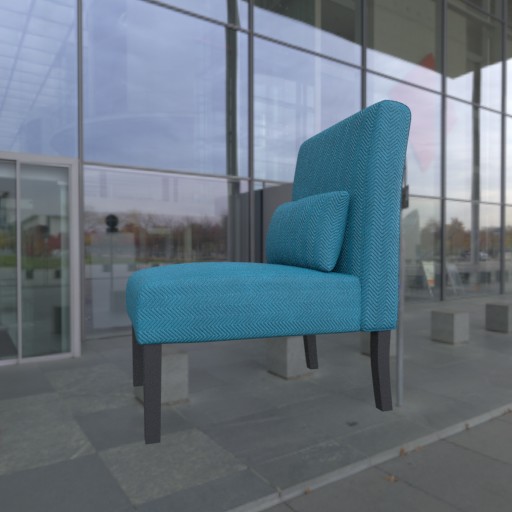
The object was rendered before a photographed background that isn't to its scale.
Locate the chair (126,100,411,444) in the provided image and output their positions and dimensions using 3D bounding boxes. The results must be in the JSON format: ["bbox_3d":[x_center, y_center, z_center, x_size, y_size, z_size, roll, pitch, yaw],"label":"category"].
[{"bbox_3d":[0.000,0.000,1.466,0.808,0.927,0.579,0,1,-19],"label":"chair"}]
